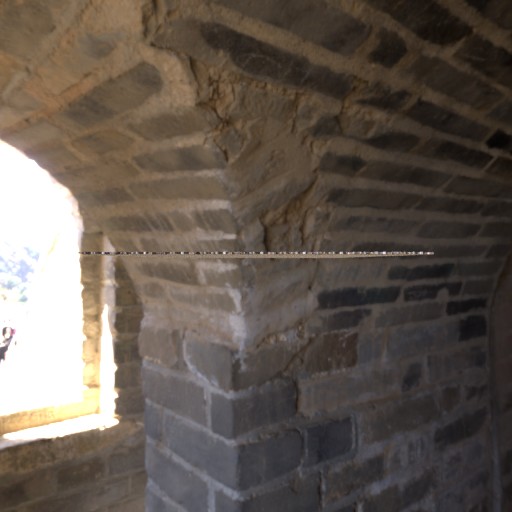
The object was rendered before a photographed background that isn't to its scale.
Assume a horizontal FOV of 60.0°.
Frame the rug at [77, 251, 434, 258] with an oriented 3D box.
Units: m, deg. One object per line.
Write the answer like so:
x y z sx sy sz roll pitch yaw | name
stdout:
0.000 0.000 2.529 1.237 0.010 2.029 0 -1 0 | rug
